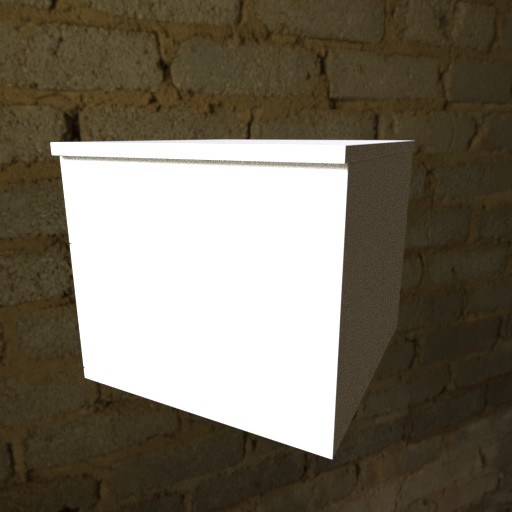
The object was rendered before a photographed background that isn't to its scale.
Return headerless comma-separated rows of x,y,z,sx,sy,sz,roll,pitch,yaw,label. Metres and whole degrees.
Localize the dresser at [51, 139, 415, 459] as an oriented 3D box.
0.000,0.000,0.718,0.400,0.360,0.430,8,17,26,dresser
